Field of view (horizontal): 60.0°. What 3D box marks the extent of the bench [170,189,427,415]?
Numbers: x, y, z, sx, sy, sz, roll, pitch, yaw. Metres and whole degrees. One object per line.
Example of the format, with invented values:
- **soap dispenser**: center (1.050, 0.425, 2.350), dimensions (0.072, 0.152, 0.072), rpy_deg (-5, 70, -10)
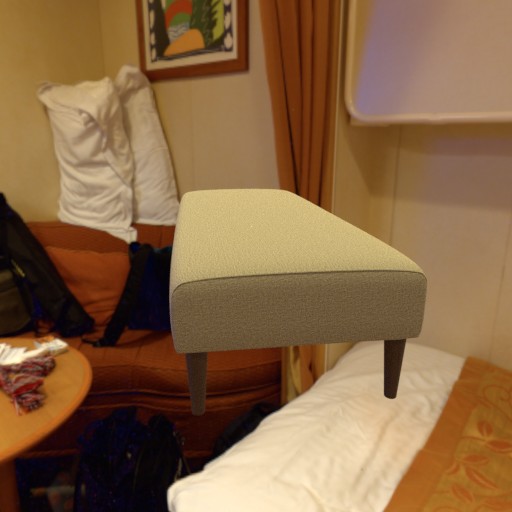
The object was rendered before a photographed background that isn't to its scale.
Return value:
- **bench**: center (0.000, 0.000, 1.824), dimensions (0.646, 0.393, 1.609), rpy_deg (-2, 15, -8)
